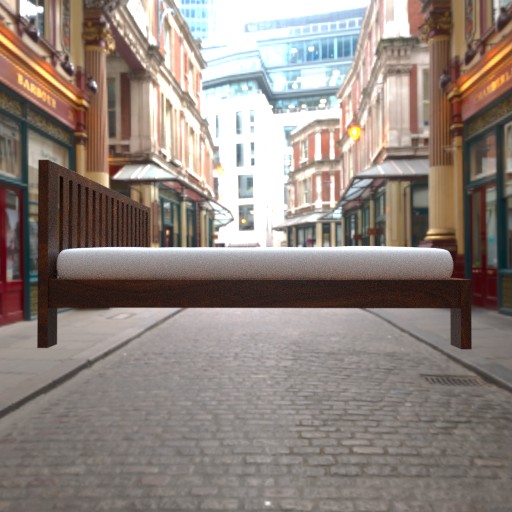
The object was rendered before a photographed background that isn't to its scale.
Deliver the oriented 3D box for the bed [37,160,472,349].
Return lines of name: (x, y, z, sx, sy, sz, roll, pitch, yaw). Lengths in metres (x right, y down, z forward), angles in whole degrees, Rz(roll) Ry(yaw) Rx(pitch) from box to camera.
bed: (0.000, 0.000, 3.029, 2.030, 0.890, 1.905, 0, -1, 1)
